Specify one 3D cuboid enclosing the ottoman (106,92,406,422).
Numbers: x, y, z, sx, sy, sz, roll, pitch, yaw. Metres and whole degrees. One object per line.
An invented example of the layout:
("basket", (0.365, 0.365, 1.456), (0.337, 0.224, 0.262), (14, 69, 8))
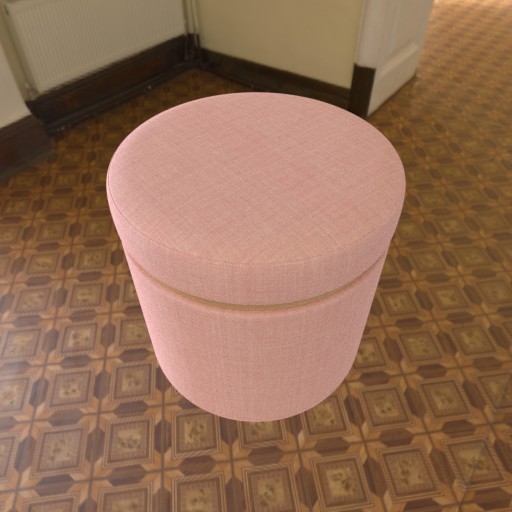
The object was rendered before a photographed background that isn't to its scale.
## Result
("ottoman", (0.000, 0.000, 0.732), (0.400, 0.406, 0.400), (0, 46, 0))
